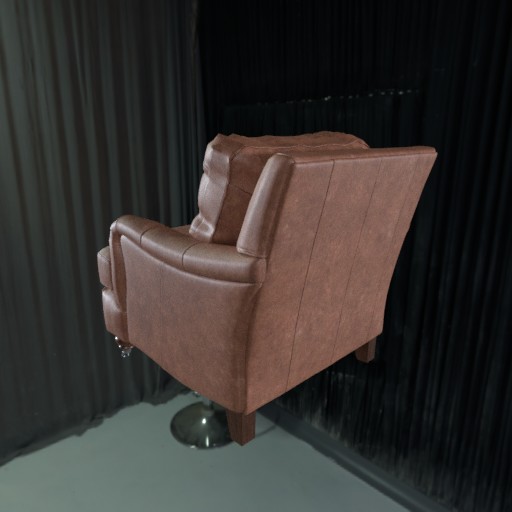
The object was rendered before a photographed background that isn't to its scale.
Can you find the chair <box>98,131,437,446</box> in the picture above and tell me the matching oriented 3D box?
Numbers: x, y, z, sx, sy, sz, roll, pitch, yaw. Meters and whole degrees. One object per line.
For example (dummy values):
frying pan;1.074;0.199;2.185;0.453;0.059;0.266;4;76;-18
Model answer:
chair;0.000;0.000;1.945;1.158;1.055;0.986;15;22;43
